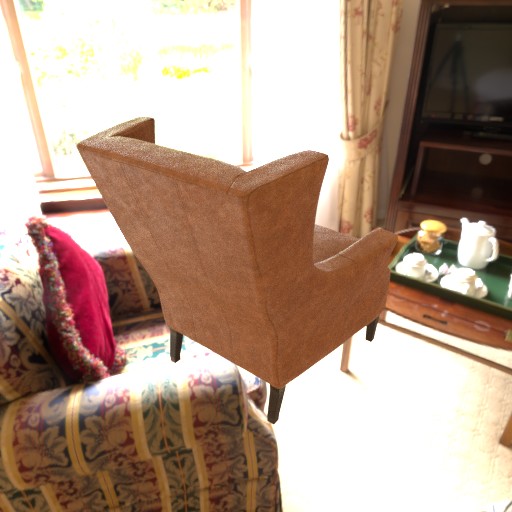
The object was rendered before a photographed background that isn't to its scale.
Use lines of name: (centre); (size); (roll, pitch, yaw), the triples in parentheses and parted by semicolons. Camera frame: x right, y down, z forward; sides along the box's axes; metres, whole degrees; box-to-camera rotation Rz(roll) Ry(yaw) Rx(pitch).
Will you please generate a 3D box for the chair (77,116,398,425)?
chair: (0.000, 0.000, 1.702); (0.853, 1.016, 0.926); (21, 36, 32)
